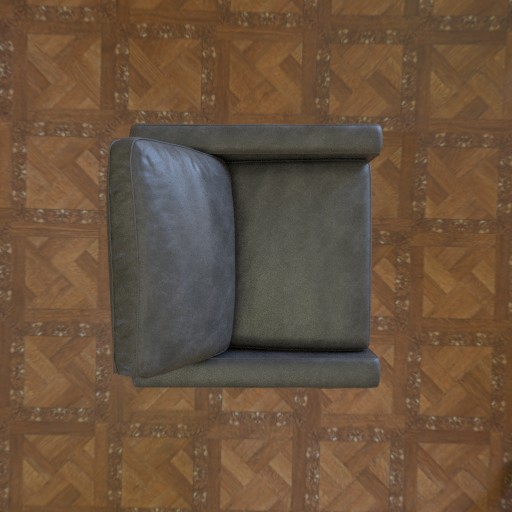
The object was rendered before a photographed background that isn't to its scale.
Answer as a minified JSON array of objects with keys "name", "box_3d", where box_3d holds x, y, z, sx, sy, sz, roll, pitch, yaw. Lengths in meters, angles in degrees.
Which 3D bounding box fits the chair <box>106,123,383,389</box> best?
[{"name":"chair","box_3d":[0.000,0.000,1.755,0.939,0.916,1.006,0,92,0]}]
